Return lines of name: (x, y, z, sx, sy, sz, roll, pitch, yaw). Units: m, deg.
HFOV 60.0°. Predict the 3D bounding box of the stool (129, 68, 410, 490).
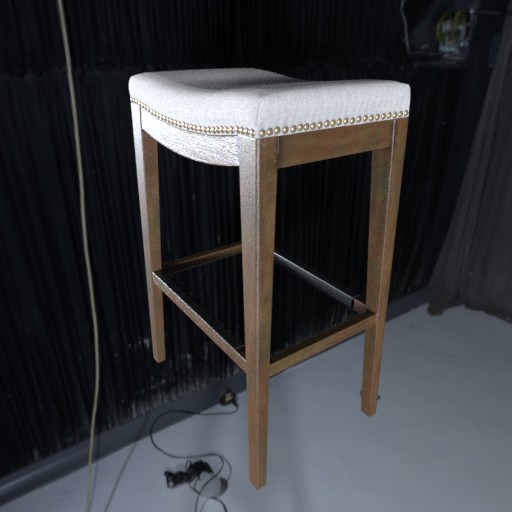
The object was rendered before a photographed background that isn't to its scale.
stool: (0.000, 0.000, 1.005, 0.356, 0.762, 0.508, -17, 31, -31)
